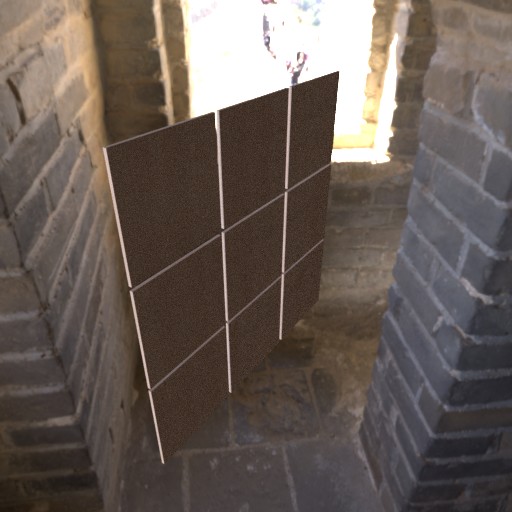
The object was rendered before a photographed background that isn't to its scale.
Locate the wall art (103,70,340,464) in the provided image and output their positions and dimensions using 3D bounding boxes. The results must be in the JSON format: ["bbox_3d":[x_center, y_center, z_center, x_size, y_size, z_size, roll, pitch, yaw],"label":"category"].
[{"bbox_3d":[0.000,0.000,1.768,0.013,1.218,1.219,20,38,29],"label":"wall art"}]
